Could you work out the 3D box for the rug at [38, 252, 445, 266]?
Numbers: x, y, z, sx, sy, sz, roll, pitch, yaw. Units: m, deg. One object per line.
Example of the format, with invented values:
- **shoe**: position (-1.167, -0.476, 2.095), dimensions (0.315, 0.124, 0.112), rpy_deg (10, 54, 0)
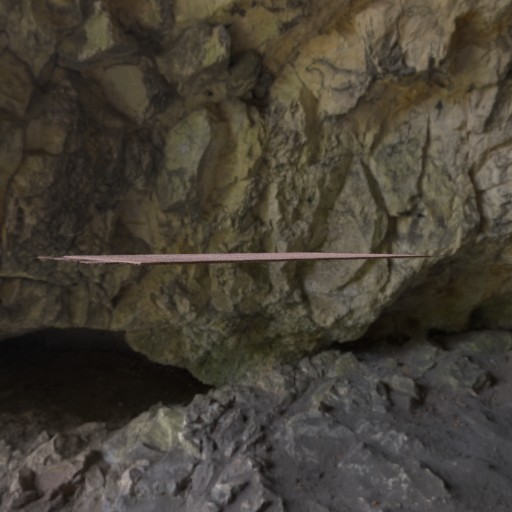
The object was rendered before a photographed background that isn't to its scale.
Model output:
- **rug**: position (0.000, 0.000, 2.081), dimensions (1.718, 0.017, 0.905), rpy_deg (-1, 2, -37)
